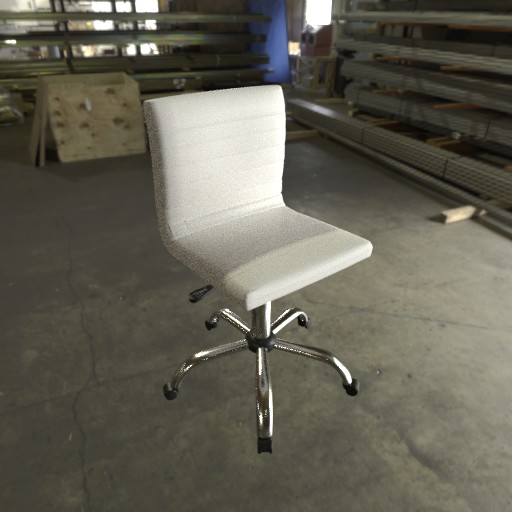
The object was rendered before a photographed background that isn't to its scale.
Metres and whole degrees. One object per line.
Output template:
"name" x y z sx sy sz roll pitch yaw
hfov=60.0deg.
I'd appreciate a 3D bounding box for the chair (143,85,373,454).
"chair" 0.000 0.000 1.153 0.556 0.780 0.530 -20 35 -32
